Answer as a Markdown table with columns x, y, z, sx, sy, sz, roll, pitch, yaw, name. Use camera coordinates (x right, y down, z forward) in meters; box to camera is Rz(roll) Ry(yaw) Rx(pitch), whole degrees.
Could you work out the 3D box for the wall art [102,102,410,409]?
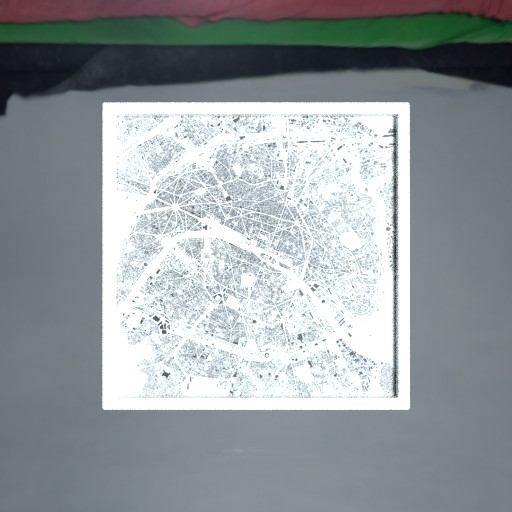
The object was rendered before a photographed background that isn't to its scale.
| x | y | z | sx | sy | sz | roll | pitch | yaw | name |
| --- | --- | --- | --- | --- | --- | --- | --- | --- | --- |
| 0.000 | 0.000 | 0.457 | 0.305 | 0.305 | 0.038 | 0 | 0 | 0 | wall art |
